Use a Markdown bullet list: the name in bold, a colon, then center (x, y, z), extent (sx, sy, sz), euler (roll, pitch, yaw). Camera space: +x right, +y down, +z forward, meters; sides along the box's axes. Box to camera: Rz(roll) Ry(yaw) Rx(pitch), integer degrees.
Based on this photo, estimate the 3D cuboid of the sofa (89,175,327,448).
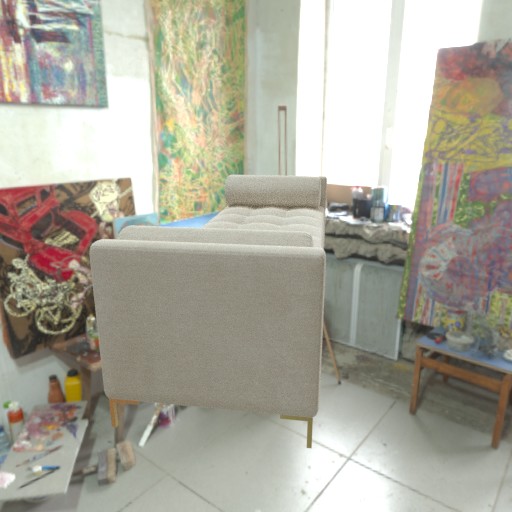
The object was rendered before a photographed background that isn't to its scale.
- **sofa**: center (0.000, 0.000, 2.250), extent (0.686, 0.635, 1.981), euler (2, 16, 8)
